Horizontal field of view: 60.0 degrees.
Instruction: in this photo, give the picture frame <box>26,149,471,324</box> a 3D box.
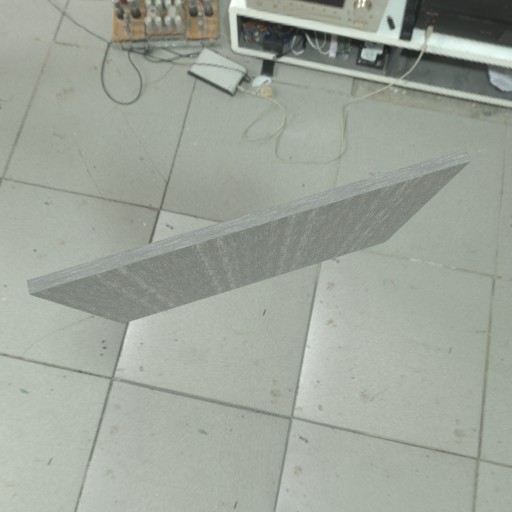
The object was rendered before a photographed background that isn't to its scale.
[{"bbox_3d":[0.000,0.000,1.224,0.950,0.640,0.029,-17,77,-4],"label":"picture frame"}]
